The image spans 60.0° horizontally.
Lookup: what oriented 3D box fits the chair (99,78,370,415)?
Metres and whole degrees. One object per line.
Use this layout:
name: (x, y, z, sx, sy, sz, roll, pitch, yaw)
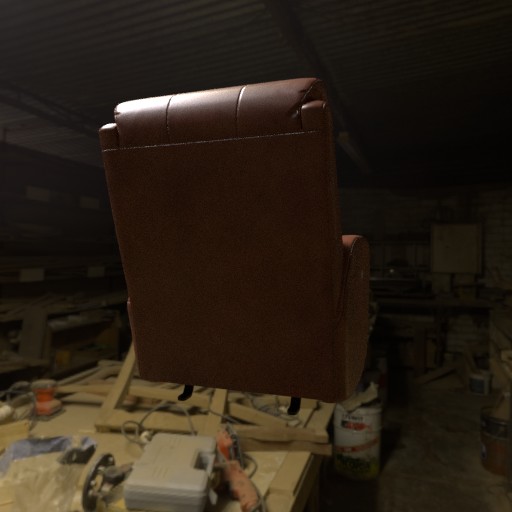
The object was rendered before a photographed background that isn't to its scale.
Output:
chair: (0.000, 0.000, 1.699, 0.787, 1.016, 0.939, 0, 1, 20)
